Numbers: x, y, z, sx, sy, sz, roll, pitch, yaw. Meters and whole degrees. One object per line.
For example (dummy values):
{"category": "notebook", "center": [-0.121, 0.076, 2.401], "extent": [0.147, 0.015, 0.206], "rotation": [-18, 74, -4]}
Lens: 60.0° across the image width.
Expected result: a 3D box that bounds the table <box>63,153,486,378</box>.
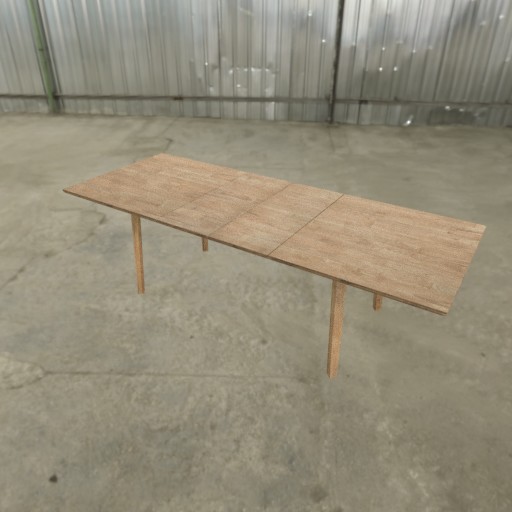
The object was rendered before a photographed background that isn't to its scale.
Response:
{"category": "table", "center": [0.000, 0.000, 3.062], "extent": [2.603, 0.752, 1.000], "rotation": [18, 35, 28]}
